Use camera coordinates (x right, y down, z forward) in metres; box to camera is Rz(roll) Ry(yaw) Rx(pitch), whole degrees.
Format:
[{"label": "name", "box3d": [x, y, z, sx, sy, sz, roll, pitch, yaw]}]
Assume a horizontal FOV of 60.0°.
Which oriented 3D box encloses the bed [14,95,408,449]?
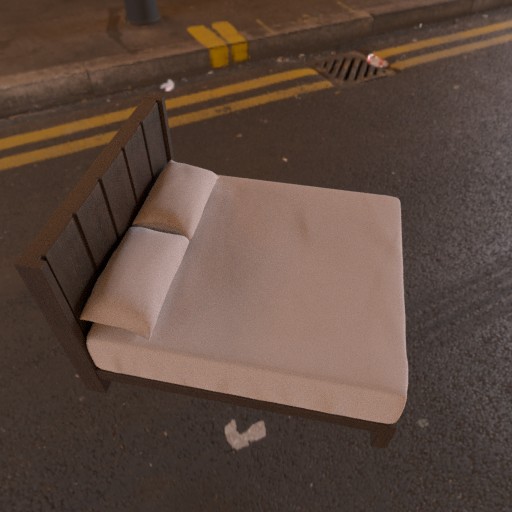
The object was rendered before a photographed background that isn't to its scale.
[{"label": "bed", "box3d": [0.000, 0.000, 3.002, 1.992, 1.261, 1.735, 8, 47, 8]}]
